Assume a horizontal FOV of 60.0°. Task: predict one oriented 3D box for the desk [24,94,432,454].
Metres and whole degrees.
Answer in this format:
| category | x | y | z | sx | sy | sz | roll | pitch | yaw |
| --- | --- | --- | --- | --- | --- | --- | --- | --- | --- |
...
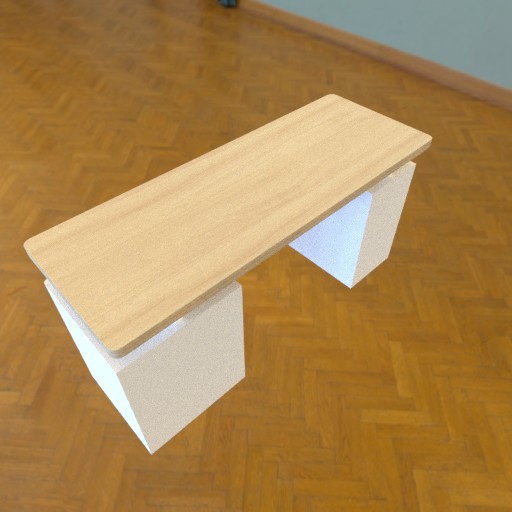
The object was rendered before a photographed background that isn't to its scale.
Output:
| category | x | y | z | sx | sy | sz | roll | pitch | yaw |
| --- | --- | --- | --- | --- | --- | --- | --- | --- | --- |
| desk | 0.000 | 0.000 | 1.871 | 1.500 | 0.755 | 0.550 | -34 | 54 | -29 |
